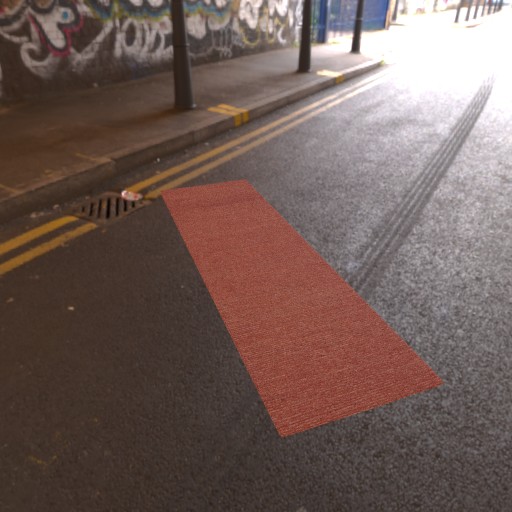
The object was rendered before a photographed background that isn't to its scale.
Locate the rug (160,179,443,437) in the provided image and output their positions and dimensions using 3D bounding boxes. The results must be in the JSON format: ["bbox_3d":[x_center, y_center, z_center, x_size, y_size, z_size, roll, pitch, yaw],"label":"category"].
[{"bbox_3d":[0.000,0.000,2.525,0.687,0.012,2.307,-11,32,-18],"label":"rug"}]
